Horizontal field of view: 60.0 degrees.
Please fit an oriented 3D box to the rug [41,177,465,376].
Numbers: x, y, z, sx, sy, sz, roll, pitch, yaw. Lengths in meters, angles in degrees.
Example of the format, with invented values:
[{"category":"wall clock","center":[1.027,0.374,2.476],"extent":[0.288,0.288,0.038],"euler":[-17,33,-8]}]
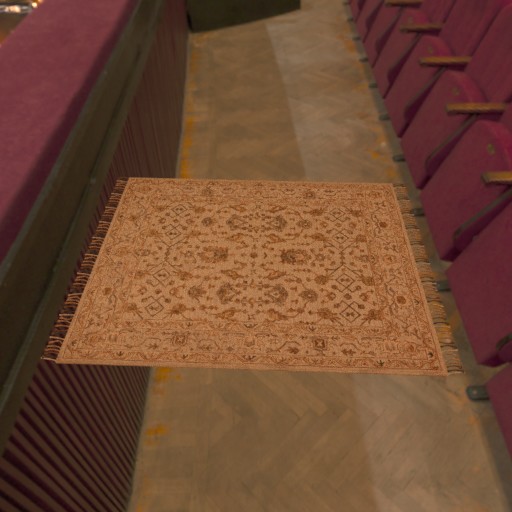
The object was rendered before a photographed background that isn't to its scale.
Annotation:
[{"category":"rug","center":[0.000,0.000,2.232],"extent":[1.726,0.009,1.278],"euler":[2,46,2]}]
